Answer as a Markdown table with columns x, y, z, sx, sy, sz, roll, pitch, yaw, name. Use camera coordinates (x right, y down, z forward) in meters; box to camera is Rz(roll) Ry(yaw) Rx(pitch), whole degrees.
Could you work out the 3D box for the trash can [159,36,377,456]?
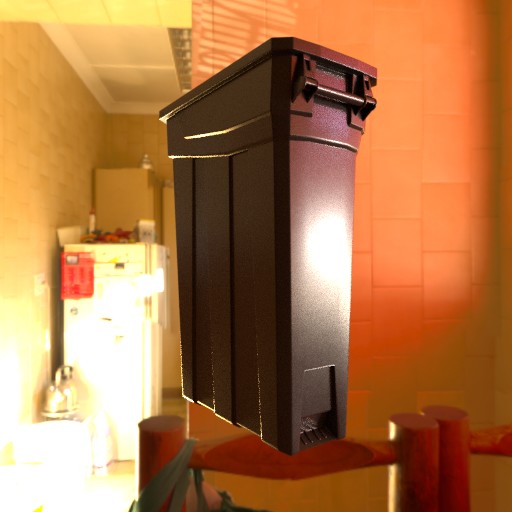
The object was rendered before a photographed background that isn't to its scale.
| x | y | z | sx | sy | sz | roll | pitch | yaw | name |
| --- | --- | --- | --- | --- | --- | --- | --- | --- | --- |
| 0.000 | 0.000 | 1.050 | 0.281 | 0.762 | 0.559 | 0 | 0 | -36 | trash can |
